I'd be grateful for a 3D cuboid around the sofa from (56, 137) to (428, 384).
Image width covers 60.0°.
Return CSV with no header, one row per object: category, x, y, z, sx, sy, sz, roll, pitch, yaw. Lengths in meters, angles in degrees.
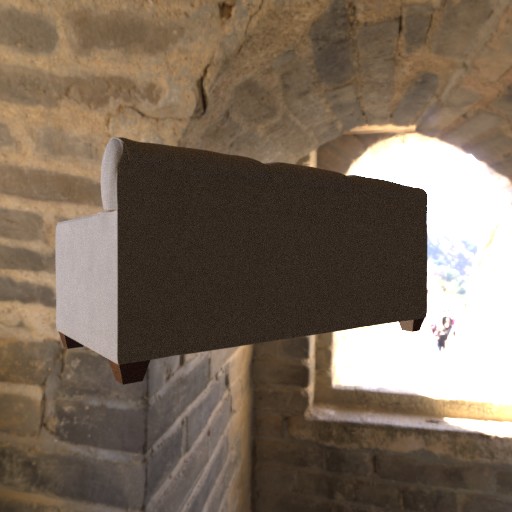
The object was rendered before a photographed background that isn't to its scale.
sofa,0.000,0.000,2.594,2.024,0.958,0.997,0,0,-37
